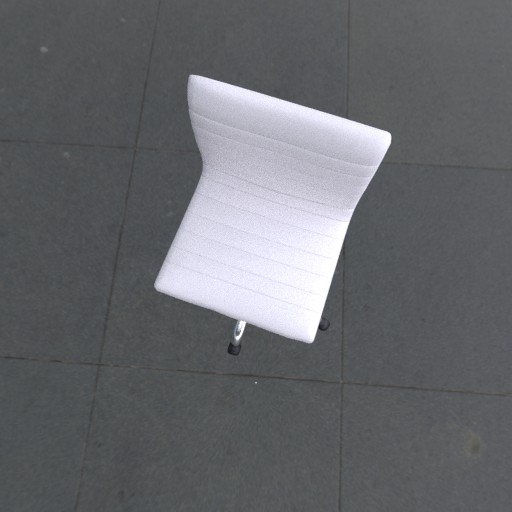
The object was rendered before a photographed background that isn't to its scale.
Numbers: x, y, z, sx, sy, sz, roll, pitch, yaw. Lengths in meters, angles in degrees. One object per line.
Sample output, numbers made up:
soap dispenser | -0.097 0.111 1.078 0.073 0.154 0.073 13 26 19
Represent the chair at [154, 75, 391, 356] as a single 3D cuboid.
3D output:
chair | 0.000 0.000 1.081 0.520 0.750 0.455 18 75 5
